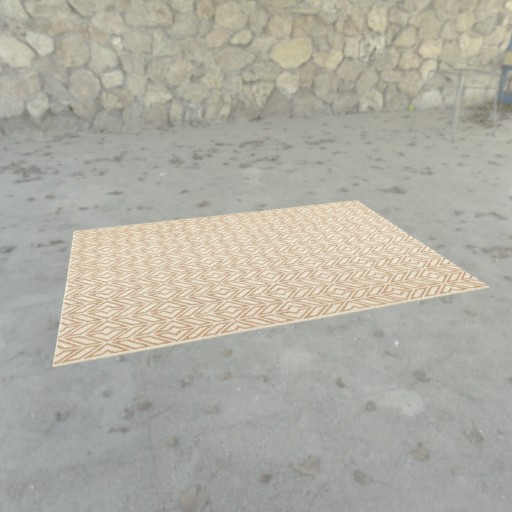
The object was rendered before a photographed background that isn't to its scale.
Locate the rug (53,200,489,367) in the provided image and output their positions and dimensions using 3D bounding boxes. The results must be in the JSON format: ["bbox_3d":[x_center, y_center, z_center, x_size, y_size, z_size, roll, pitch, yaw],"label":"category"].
[{"bbox_3d":[0.000,0.000,2.278,1.828,0.007,1.220,-8,28,-15],"label":"rug"}]
